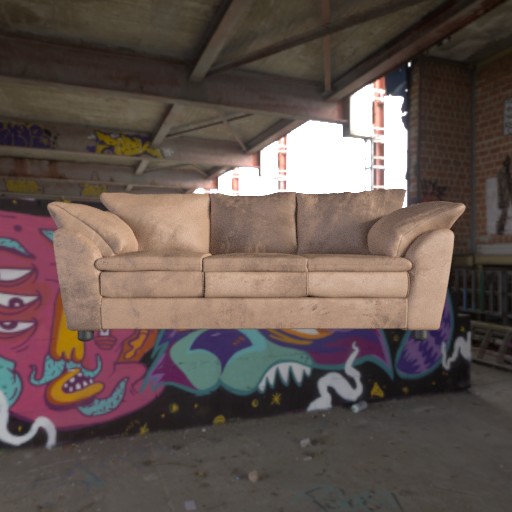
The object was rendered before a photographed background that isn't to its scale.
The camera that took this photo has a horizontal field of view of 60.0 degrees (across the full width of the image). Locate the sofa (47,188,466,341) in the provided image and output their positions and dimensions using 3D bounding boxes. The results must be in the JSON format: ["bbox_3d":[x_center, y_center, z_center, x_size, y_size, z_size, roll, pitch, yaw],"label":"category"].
[{"bbox_3d":[0.000,0.000,2.891,2.377,0.981,0.893,0,-1,-1],"label":"sofa"}]
